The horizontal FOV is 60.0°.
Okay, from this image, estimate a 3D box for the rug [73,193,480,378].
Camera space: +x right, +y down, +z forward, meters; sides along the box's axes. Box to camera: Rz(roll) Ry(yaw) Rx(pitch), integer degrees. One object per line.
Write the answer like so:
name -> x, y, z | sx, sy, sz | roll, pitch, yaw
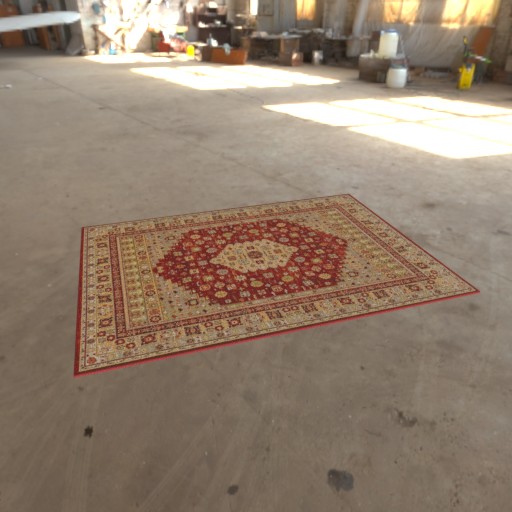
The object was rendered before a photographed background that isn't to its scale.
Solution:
rug -> 0.000, 0.000, 2.924 | 2.211, 0.013, 1.593 | -9, 31, -15
